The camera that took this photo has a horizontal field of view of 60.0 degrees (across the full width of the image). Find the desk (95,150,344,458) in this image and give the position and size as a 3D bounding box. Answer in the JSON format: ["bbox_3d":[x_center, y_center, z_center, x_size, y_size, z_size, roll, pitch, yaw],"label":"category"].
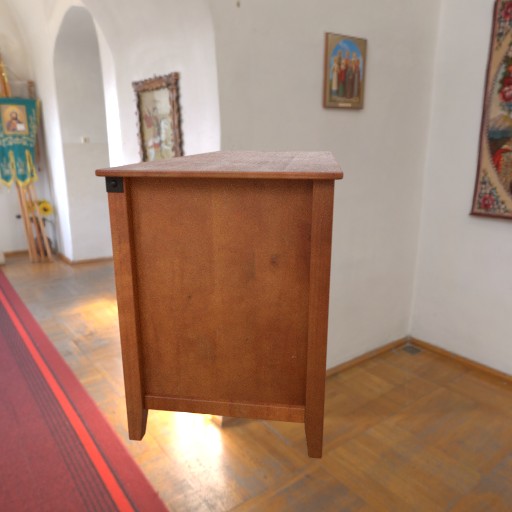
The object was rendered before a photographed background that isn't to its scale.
[{"bbox_3d":[0.000,0.000,1.732,0.574,0.756,1.353,2,15,8],"label":"desk"}]
